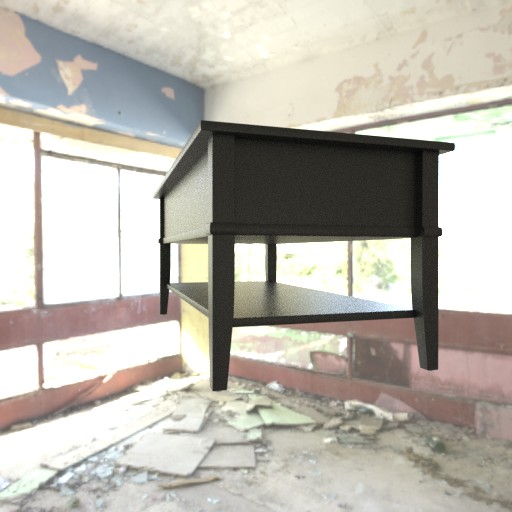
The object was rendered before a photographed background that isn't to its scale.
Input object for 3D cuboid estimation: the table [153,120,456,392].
[{"bbox_3d":[0.000,0.000,1.323,0.523,0.470,1.044,0,1,-17],"label":"table"}]
